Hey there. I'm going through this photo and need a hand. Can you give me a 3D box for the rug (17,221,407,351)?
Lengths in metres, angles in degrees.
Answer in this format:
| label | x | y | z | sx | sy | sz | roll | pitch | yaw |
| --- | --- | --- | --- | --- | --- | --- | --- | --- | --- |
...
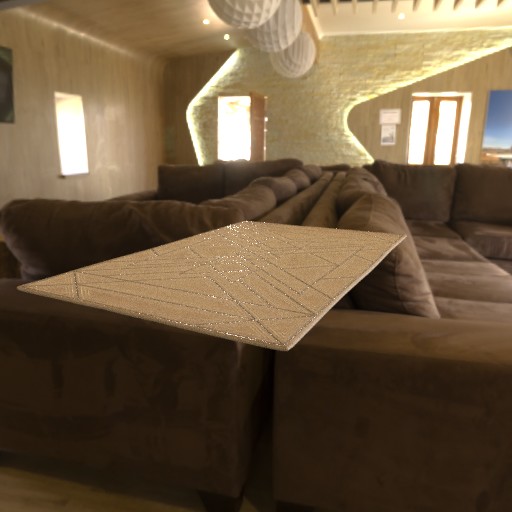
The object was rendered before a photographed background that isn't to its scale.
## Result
| label | x | y | z | sx | sy | sz | roll | pitch | yaw |
| --- | --- | --- | --- | --- | --- | --- | --- | --- | --- |
| rug | 0.000 | 0.000 | 3.026 | 1.575 | 0.023 | 2.459 | 7 | 16 | 27 |
